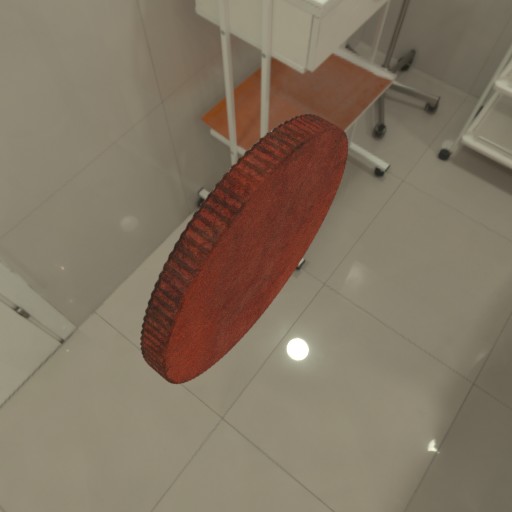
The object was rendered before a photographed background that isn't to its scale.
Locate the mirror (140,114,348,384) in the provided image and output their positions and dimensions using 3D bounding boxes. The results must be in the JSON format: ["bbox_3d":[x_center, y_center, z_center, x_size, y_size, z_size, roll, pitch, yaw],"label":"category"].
[{"bbox_3d":[0.000,0.000,0.933,0.056,0.609,0.609,34,68,16],"label":"mirror"}]
